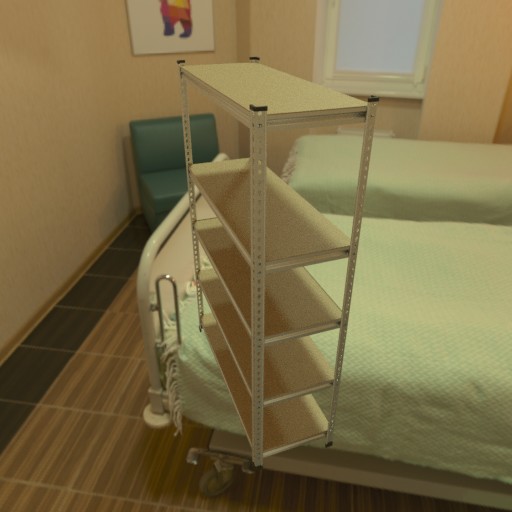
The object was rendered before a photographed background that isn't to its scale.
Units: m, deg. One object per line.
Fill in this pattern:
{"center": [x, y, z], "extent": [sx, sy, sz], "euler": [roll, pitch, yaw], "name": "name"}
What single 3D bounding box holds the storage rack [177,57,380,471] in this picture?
{"center": [0.000, 0.000, 2.391], "extent": [0.457, 1.829, 1.219], "euler": [-10, 32, -17], "name": "storage rack"}
